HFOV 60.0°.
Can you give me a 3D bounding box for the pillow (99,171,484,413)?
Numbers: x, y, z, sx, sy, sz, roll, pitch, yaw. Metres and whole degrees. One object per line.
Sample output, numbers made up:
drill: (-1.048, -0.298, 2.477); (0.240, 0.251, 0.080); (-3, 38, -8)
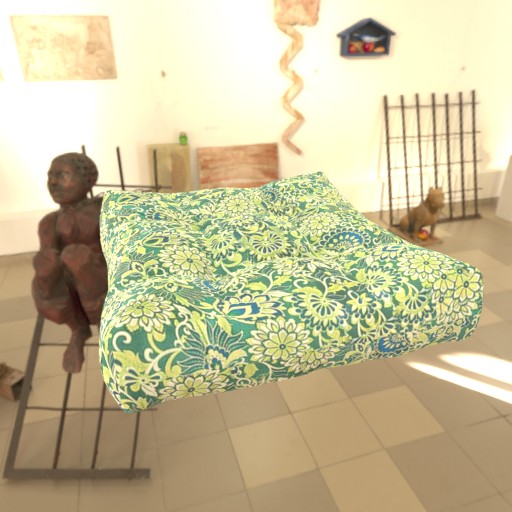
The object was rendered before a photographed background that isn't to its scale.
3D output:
pillow: (0.000, 0.000, 0.697); (0.468, 0.128, 0.490); (-8, 27, -16)
